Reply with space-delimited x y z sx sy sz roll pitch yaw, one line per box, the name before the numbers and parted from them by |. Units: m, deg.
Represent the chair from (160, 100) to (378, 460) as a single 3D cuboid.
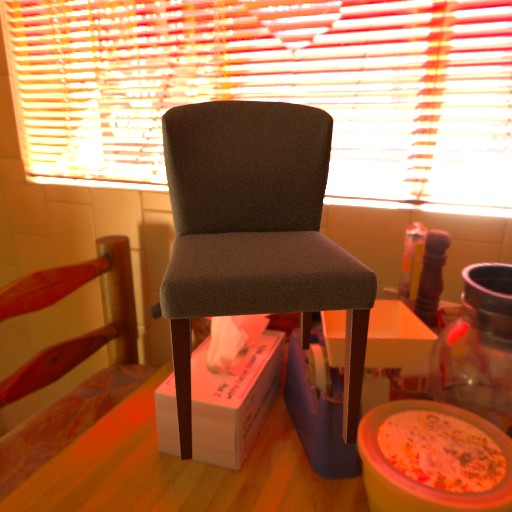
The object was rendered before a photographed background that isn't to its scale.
chair | 0.000 0.000 1.220 0.491 0.839 0.592 -2 16 -7
